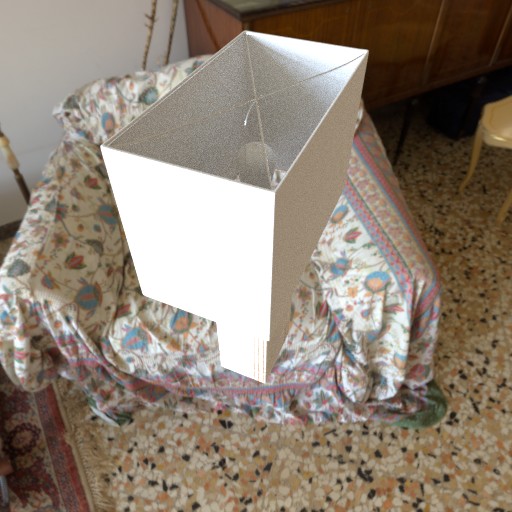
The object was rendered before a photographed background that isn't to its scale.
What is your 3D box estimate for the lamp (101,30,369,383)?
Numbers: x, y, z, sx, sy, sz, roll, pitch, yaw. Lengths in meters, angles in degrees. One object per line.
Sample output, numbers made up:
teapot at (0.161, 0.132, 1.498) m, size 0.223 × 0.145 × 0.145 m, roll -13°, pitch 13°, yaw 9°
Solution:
lamp at (0.000, 0.000, 0.699) m, size 0.182 × 0.543 × 0.334 m, roll 17°, pitch 48°, yaw 16°
